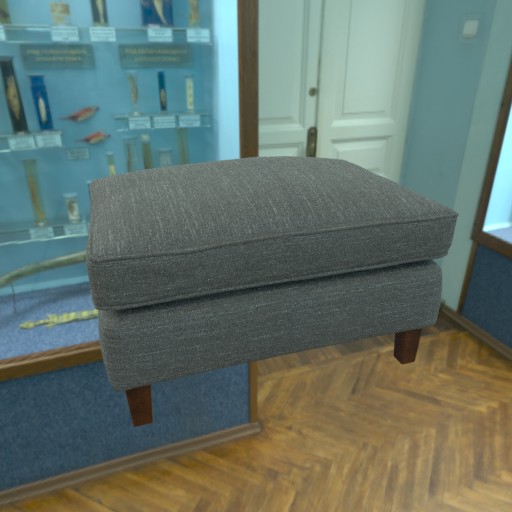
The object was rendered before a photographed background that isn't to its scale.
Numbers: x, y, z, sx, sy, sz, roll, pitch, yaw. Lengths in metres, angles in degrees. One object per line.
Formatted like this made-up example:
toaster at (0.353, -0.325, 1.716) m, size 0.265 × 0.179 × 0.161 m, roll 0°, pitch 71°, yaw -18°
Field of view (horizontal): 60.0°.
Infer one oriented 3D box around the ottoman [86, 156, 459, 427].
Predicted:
ottoman at (0.000, 0.000, 0.999) m, size 0.686 × 0.406 × 0.508 m, roll -8°, pitch 26°, yaw -16°
